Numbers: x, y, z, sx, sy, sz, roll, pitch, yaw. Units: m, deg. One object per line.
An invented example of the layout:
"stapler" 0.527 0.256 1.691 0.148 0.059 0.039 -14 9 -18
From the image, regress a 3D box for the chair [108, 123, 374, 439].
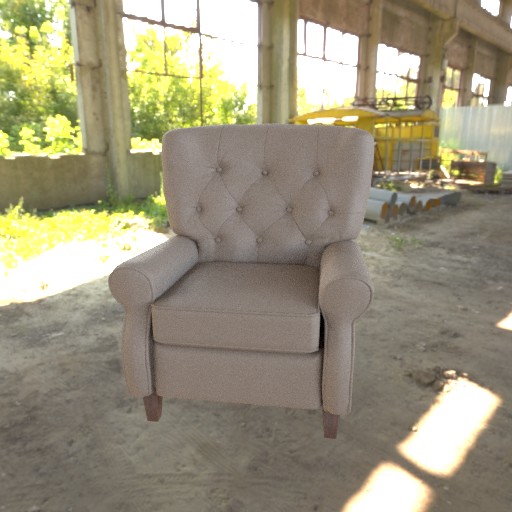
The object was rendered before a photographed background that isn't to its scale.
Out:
"chair" 0.000 0.000 1.935 0.999 1.138 1.041 2 15 9
